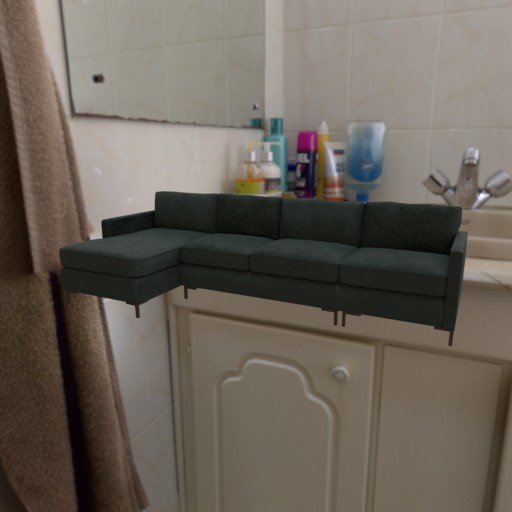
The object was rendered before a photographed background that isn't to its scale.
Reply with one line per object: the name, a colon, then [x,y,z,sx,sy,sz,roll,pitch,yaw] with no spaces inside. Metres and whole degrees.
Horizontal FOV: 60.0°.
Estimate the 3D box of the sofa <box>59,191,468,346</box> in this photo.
sofa: [0.000,0.000,4.008,3.400,0.967,1.500,7,15,26]
